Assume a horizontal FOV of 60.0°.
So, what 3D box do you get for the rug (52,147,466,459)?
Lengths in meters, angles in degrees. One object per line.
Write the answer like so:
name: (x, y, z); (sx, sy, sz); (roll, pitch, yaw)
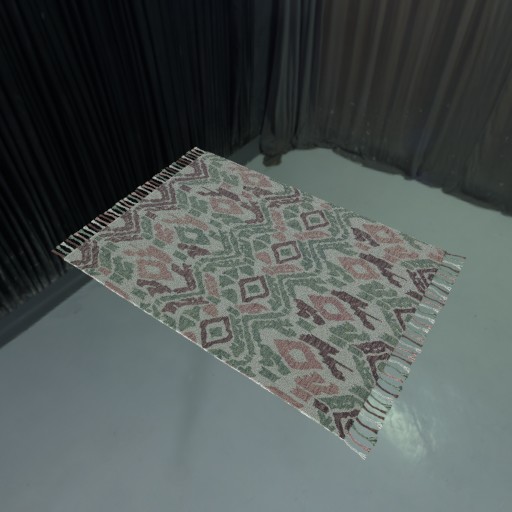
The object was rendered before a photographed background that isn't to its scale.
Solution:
rug: (0.000, 0.000, 2.310); (1.829, 0.010, 1.219); (27, 53, 23)
